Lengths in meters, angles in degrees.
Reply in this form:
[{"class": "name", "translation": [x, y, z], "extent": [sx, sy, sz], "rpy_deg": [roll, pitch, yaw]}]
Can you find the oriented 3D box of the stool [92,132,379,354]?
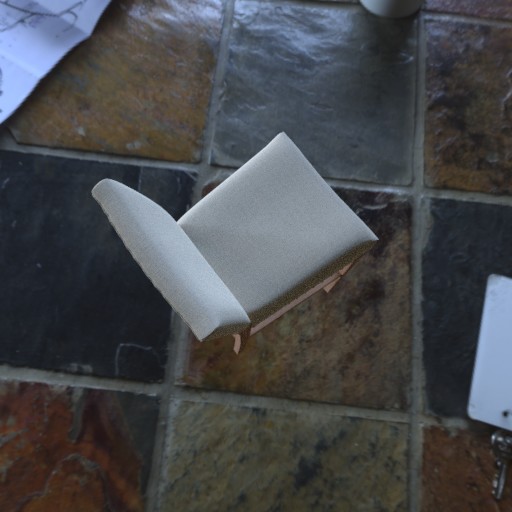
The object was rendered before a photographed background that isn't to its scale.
[{"class": "stool", "translation": [0.000, 0.000, 1.405], "extent": [0.546, 1.143, 0.428], "rpy_deg": [-37, 78, -9]}]
